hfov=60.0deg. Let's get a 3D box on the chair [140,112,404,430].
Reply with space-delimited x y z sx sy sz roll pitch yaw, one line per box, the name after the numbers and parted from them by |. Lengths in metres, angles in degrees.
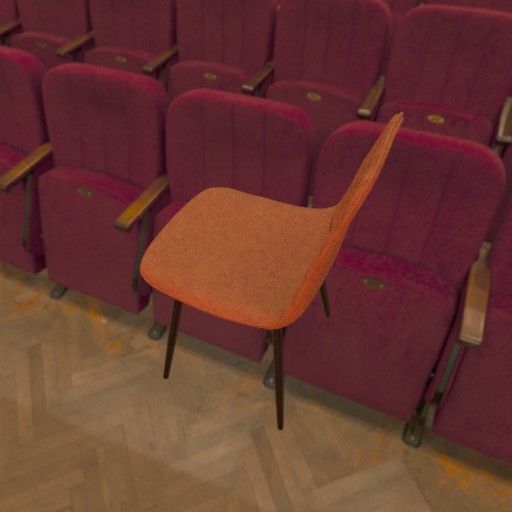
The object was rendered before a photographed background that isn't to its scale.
0.000 0.000 1.202 0.561 0.889 0.472 18 48 17 | chair
